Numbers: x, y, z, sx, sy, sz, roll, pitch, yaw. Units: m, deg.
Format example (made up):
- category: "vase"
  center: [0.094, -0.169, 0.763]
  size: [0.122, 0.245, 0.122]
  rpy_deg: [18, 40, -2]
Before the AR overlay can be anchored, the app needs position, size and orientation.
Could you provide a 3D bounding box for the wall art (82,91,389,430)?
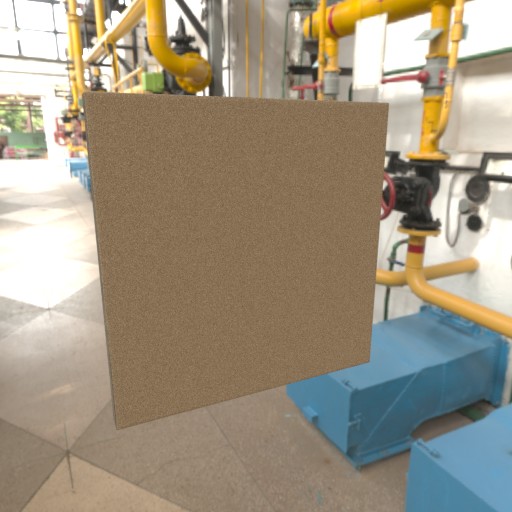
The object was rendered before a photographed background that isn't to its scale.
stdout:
- category: "wall art"
  center: [0.000, 0.000, 1.120]
  size: [0.749, 0.751, 0.050]
  rpy_deg: [-7, 17, -25]
